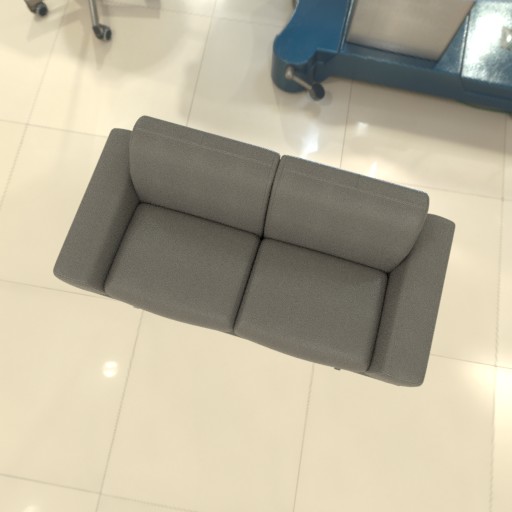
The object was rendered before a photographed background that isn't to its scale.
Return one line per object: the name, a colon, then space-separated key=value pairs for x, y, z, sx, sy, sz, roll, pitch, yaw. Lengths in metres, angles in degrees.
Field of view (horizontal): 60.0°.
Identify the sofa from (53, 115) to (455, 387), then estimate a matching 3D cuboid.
sofa: x=0.000 y=0.000 z=2.385 sx=1.901 sy=0.772 sz=0.900 roll=16 pitch=77 yaw=4
